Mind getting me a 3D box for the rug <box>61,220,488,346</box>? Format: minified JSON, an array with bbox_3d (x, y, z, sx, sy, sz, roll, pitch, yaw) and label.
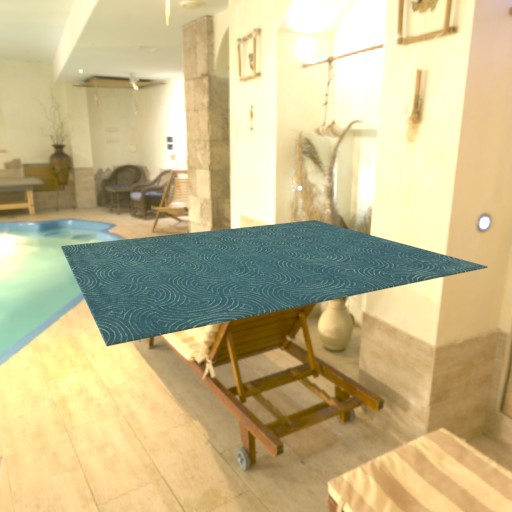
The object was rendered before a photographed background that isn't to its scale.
[{"bbox_3d":[0.000,0.000,3.995,3.033,0.012,2.432,-8,17,-27],"label":"rug"}]
